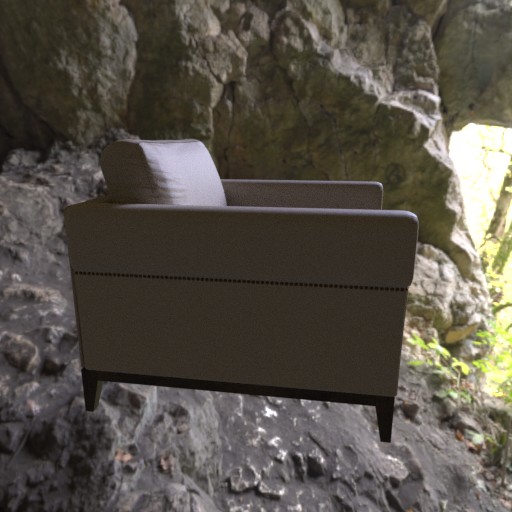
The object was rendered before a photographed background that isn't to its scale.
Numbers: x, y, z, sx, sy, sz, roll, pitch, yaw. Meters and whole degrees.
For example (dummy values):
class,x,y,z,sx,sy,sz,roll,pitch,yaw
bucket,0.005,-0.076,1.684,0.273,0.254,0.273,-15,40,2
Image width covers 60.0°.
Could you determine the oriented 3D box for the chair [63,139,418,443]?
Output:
class,x,y,z,sx,sy,sz,roll,pitch,yaw
chair,0.000,0.000,1.641,0.959,0.838,0.914,2,15,9
